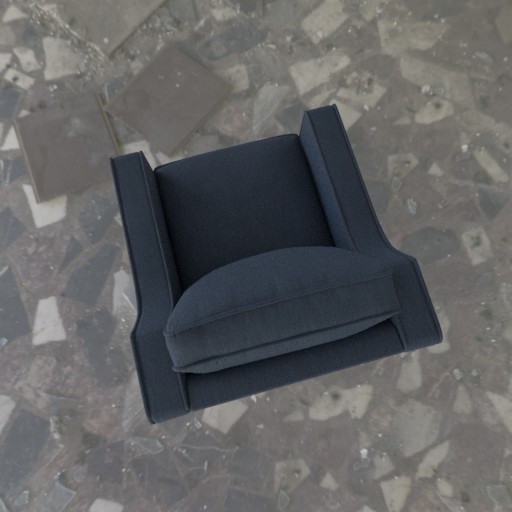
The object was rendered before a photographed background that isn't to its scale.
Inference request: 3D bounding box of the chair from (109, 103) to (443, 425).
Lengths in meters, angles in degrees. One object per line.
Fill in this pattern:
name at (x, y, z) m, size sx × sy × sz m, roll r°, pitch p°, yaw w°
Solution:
chair at (0.000, 0.000, 1.623) m, size 0.831 × 0.960 × 0.909 m, roll -15°, pitch 76°, yaw -4°
